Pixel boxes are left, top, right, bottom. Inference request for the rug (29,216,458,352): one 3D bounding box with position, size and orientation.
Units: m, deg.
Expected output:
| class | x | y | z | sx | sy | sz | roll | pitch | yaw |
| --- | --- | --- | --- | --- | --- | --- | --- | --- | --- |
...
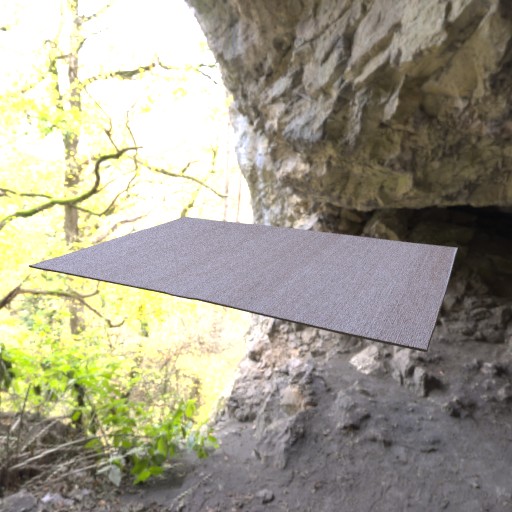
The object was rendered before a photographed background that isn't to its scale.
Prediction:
| class | x | y | z | sx | sy | sz | roll | pitch | yaw |
| --- | --- | --- | --- | --- | --- | --- | --- | --- | --- |
| rug | 0.000 | 0.000 | 2.842 | 2.283 | 0.030 | 1.596 | 9 | 19 | 26 |
